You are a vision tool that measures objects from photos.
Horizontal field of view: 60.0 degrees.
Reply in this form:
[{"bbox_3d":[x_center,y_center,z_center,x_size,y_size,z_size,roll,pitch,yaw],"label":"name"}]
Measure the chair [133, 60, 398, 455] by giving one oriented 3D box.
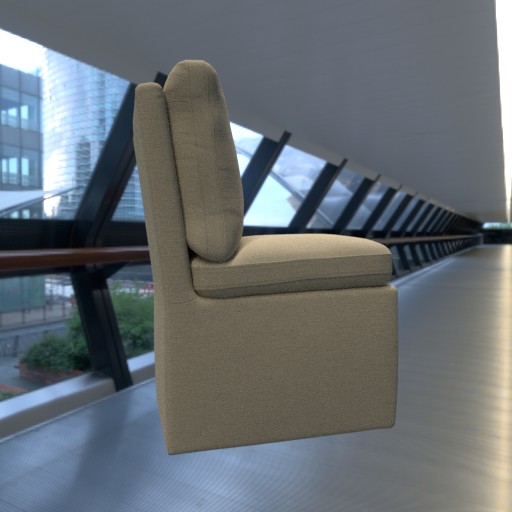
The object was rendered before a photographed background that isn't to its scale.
[{"bbox_3d":[0.000,0.000,1.315,0.698,0.927,0.503,0,2,-16],"label":"chair"}]
